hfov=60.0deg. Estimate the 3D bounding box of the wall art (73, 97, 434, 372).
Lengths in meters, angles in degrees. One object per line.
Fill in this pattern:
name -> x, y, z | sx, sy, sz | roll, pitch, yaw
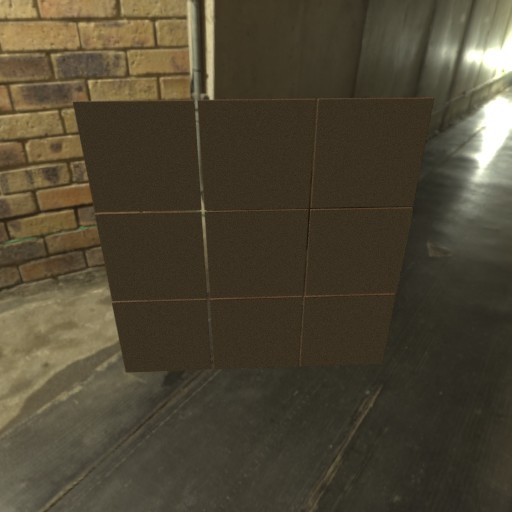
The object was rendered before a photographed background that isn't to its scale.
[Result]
wall art -> 0.000, 0.000, 1.356 | 0.919, 0.917, 0.010 | -1, 30, -3
